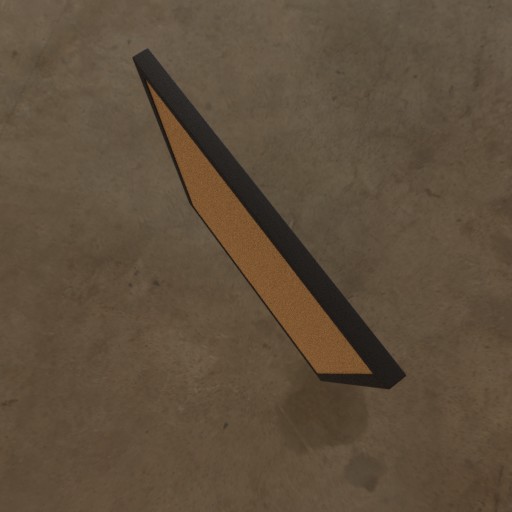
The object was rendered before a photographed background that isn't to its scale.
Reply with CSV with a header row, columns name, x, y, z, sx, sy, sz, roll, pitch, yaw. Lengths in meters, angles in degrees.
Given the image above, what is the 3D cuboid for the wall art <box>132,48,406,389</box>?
name,x,y,z,sx,sy,sz,roll,pitch,yaw
wall art,0.000,0.000,1.148,0.037,0.763,0.763,-35,78,-9
